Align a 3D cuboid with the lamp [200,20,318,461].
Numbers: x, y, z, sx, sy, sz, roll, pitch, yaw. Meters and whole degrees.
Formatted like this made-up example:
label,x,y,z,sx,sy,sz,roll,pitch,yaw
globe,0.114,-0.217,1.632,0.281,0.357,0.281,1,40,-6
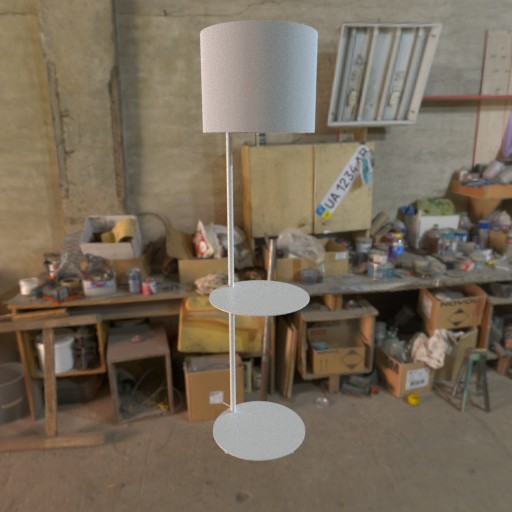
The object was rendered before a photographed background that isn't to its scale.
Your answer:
label,x,y,z,sx,sy,sz,roll,pitch,yaw
lamp,0.000,0.000,1.613,0.372,1.465,0.405,-14,21,-42
